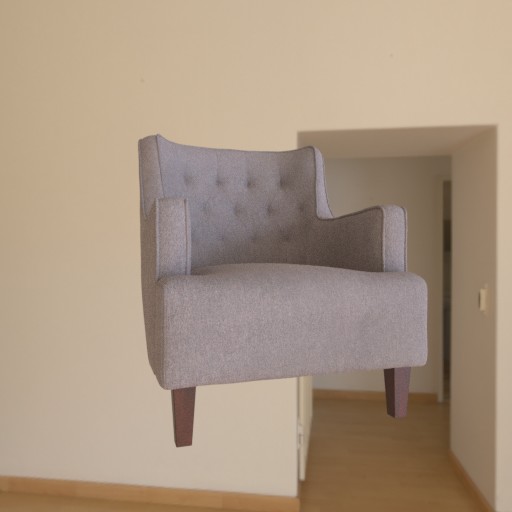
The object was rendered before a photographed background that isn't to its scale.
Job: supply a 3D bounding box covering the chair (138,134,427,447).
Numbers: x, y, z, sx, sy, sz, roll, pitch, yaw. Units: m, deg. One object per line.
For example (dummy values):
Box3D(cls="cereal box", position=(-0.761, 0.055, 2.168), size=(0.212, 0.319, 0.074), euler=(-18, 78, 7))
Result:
Box3D(cls="chair", position=(0.000, 0.000, 1.544), size=(0.781, 0.919, 0.910), euler=(0, 1, -18))
